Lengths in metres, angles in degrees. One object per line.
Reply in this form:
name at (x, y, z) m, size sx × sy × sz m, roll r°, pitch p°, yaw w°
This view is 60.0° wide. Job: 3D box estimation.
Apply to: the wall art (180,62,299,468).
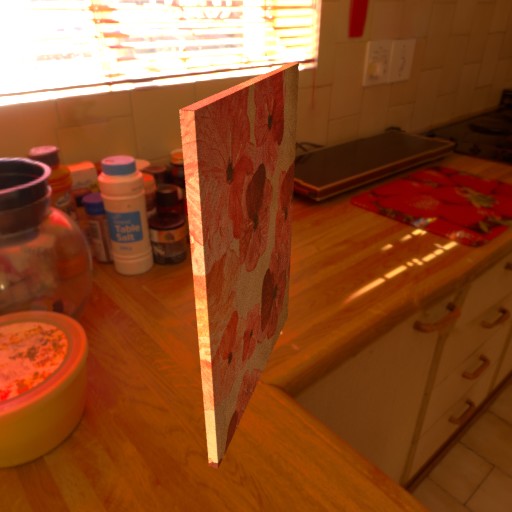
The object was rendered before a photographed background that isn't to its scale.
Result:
wall art at (0.000, 0.000, 1.359) m, size 0.031 × 1.015 × 0.762 m, roll 10°, pitch 31°, yaw 16°
